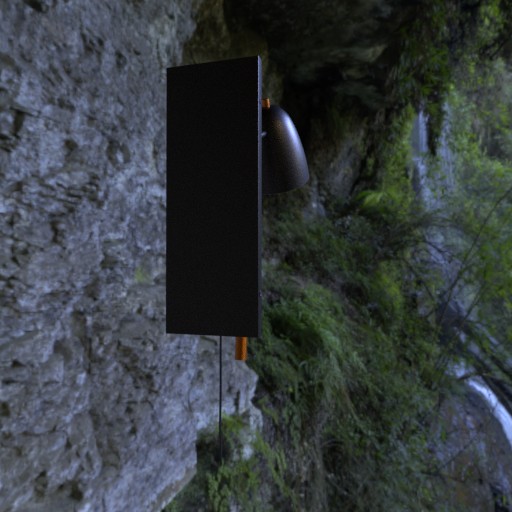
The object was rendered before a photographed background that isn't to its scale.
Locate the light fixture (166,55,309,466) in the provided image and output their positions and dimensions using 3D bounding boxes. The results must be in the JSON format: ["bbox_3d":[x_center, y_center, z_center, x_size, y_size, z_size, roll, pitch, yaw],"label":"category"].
[{"bbox_3d":[0.000,0.000,0.918,0.162,0.715,0.499,0,-1,16],"label":"light fixture"}]
